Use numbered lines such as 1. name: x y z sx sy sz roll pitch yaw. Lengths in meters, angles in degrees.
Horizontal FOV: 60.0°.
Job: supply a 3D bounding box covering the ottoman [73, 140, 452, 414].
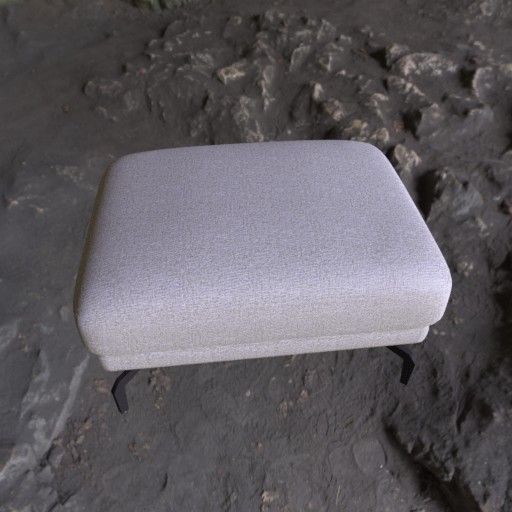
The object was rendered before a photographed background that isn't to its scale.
1. ottoman: 0.000 0.000 1.115 0.772 0.420 0.568 -4 46 -4
